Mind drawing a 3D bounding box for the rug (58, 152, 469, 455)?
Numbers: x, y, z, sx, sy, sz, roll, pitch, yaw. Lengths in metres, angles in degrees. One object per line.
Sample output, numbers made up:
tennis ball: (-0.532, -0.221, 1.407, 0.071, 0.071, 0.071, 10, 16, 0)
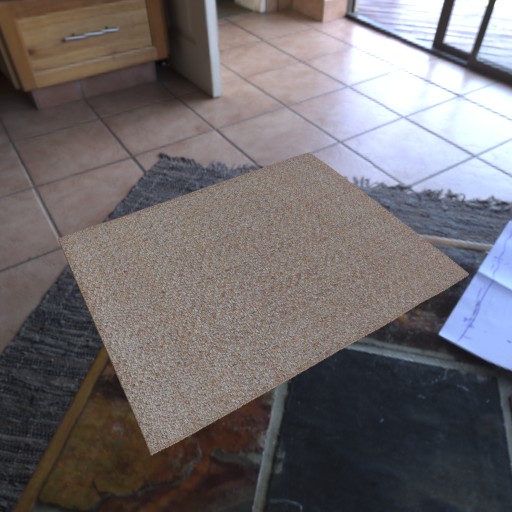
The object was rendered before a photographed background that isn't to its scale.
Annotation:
rug: (0.000, 0.000, 4.128, 3.048, 0.013, 2.439, -23, 49, -22)
